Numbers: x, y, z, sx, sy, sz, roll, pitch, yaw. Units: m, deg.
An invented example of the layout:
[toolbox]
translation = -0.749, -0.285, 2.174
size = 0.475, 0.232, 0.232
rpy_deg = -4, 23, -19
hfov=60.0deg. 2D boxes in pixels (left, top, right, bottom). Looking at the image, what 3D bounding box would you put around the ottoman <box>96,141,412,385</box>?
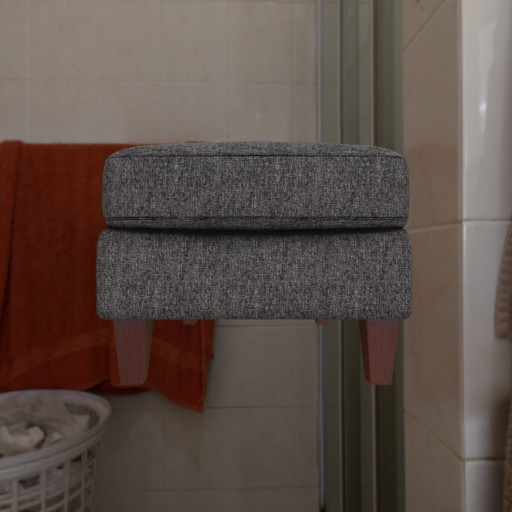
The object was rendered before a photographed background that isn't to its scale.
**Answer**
[ottoman]
translation = 0.000, 0.000, 1.215
size = 0.584, 0.483, 0.864
rpy_deg = 0, 0, 0
